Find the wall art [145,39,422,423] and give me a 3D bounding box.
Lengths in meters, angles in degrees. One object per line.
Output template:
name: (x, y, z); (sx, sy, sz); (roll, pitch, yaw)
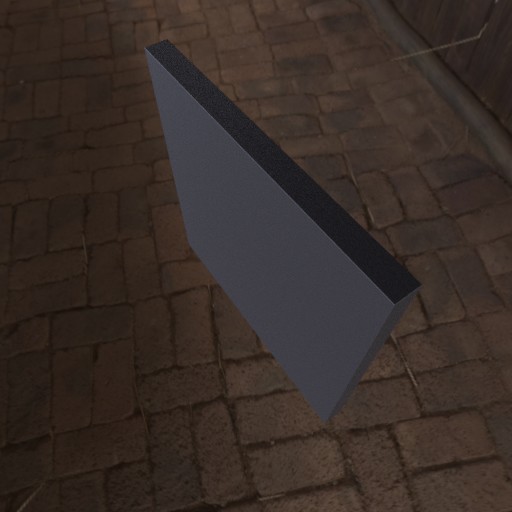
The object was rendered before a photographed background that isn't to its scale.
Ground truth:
wall art: (0.000, 0.000, 0.749); (0.038, 0.507, 0.507); (-31, 62, -18)
